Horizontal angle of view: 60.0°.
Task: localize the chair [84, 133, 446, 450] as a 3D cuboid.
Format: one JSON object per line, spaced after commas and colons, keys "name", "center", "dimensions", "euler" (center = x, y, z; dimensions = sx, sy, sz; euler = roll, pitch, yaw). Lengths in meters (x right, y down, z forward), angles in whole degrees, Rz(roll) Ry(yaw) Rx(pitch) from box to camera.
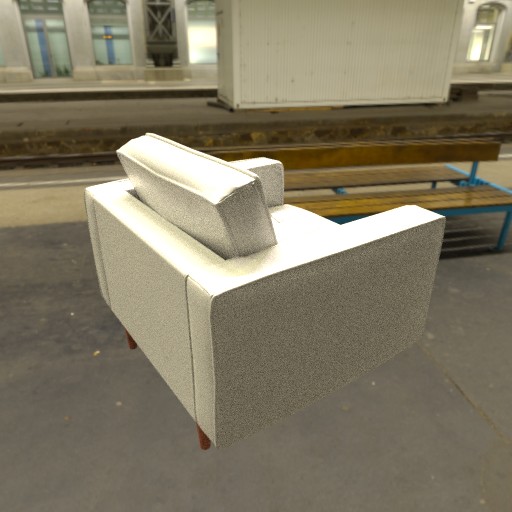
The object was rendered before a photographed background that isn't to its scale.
{"name": "chair", "center": [0.000, 0.000, 1.487], "dimensions": [0.843, 0.773, 0.928], "euler": [-17, 31, -31]}
